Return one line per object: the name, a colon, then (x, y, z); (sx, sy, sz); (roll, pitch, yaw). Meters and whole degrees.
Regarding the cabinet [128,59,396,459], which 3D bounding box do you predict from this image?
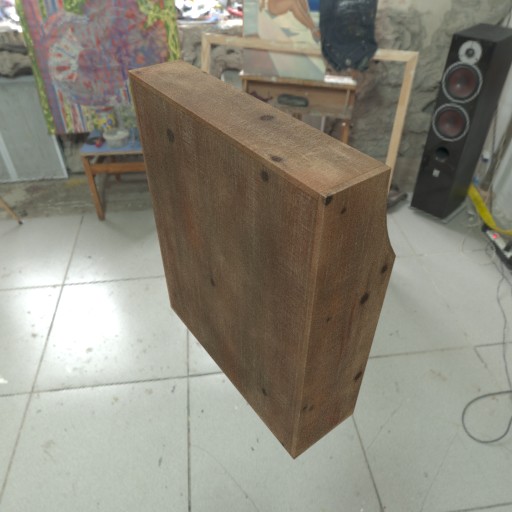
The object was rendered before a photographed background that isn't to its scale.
cabinet: (0.000, 0.000, 0.841); (0.184, 0.590, 0.489); (-26, 47, -27)
